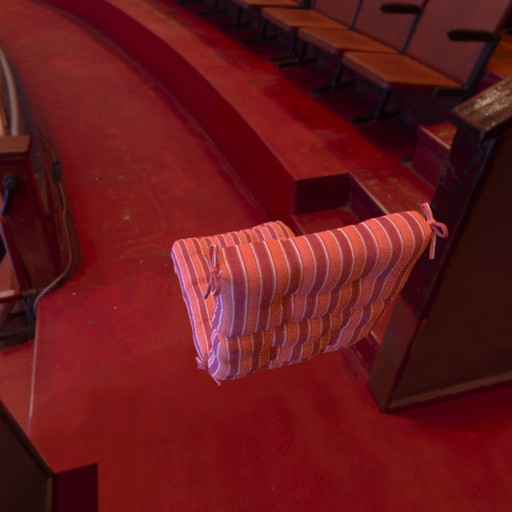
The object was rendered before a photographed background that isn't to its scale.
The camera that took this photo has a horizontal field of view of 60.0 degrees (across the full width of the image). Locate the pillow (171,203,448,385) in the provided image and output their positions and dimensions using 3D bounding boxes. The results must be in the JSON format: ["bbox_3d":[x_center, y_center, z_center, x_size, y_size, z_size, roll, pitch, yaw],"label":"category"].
[{"bbox_3d":[0.000,0.000,1.468,0.526,0.863,1.016,-12,42,-14],"label":"pillow"}]
